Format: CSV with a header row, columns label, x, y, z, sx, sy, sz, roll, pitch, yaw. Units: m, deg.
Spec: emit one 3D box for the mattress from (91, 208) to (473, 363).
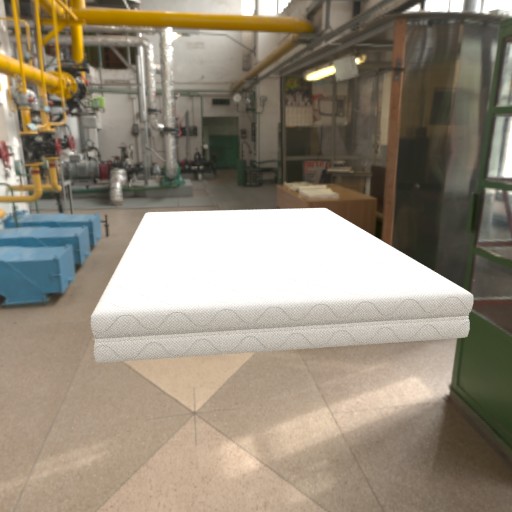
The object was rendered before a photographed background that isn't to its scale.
label,x,y,z,sx,sy,sz,roll,pitch,yaw
mattress,0.000,0.000,2.503,1.400,0.200,1.900,-2,16,-8
